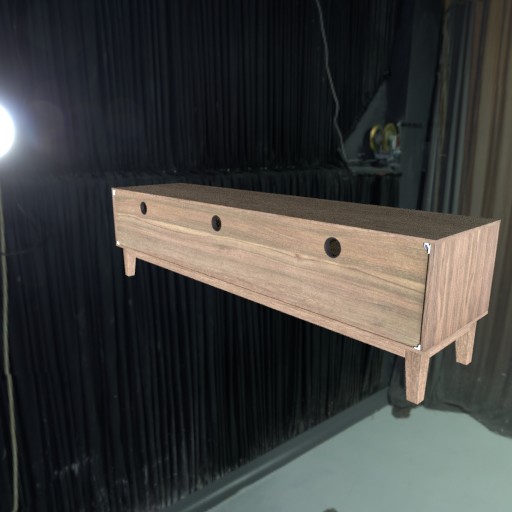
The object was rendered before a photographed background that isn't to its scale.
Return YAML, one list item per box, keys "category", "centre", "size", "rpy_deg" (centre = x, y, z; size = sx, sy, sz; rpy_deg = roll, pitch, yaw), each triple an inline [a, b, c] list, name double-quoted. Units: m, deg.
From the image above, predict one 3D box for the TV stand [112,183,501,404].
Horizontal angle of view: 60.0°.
- category: "TV stand"
  centre: [0.000, 0.000, 1.613]
  size: [0.366, 0.409, 1.482]
  rpy_deg: [-13, 19, -41]
